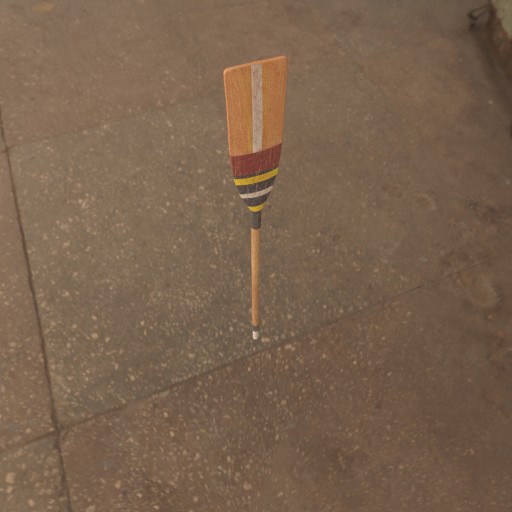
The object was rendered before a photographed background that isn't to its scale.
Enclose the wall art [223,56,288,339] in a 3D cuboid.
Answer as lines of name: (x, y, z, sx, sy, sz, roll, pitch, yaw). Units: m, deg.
wall art: (0.000, 0.000, 1.609, 0.146, 1.556, 0.038, -18, 59, -11)
